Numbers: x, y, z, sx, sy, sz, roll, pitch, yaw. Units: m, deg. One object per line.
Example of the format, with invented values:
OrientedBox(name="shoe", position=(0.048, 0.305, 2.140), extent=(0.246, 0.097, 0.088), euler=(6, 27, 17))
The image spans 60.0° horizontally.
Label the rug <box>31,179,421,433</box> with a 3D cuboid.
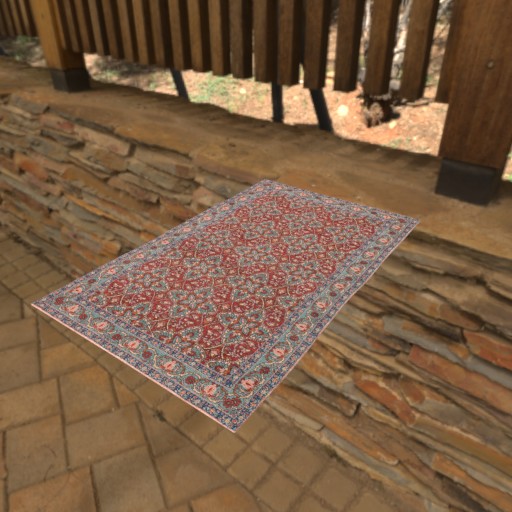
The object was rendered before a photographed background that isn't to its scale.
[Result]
OrientedBox(name="rug", position=(0.000, 0.000, 3.087), extent=(1.533, 0.011, 2.439), euler=(20, 37, 30))
